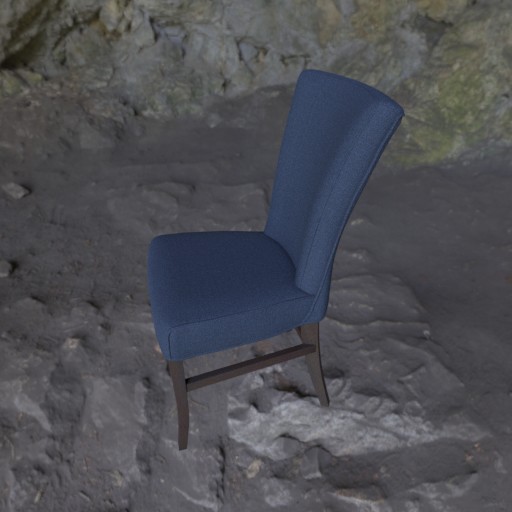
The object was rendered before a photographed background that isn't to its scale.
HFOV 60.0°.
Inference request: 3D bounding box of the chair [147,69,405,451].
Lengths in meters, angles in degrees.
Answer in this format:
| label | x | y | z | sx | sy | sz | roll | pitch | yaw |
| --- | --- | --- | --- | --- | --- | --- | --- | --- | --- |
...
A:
| label | x | y | z | sx | sy | sz | roll | pitch | yaw |
| --- | --- | --- | --- | --- | --- | --- | --- | --- | --- |
| chair | 0.000 | 0.000 | 1.357 | 0.660 | 0.991 | 0.520 | -8 | 32 | -13 |
